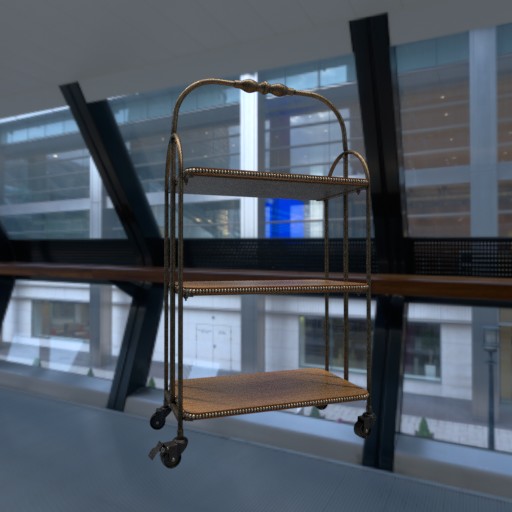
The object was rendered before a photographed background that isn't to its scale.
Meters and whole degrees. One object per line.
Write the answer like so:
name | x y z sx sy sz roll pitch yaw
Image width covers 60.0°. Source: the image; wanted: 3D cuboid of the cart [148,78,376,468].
cart | 0.000 0.000 1.322 0.650 1.052 0.330 0 -1 -19
